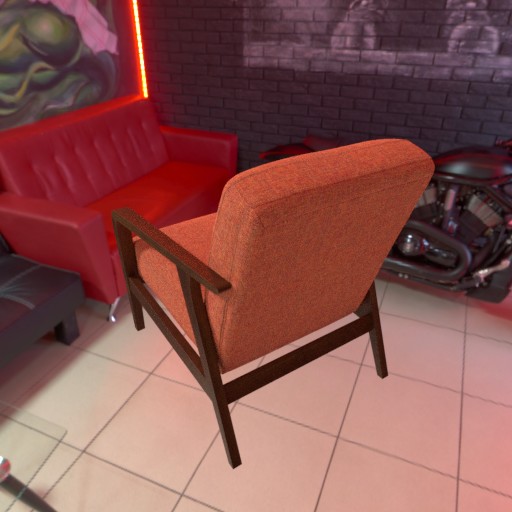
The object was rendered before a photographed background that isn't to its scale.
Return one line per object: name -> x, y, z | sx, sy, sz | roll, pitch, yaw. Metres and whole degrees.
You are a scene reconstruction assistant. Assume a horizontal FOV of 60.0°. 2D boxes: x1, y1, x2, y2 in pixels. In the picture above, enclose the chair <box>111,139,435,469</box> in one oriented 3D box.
chair -> 0.000, 0.000, 1.519 | 0.719, 0.890, 0.860 | -19, 35, -29
